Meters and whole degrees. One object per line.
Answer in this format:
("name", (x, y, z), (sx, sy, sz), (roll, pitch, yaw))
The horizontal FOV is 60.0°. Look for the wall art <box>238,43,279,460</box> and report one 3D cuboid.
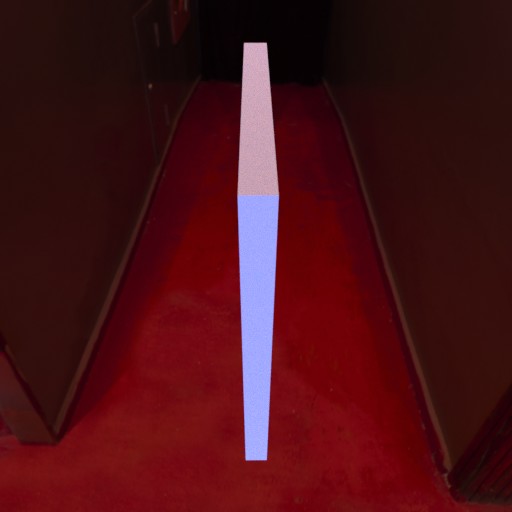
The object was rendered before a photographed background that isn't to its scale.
("wall art", (0.000, 0.000, 0.758), (0.039, 0.553, 0.451), (0, 42, 0))
